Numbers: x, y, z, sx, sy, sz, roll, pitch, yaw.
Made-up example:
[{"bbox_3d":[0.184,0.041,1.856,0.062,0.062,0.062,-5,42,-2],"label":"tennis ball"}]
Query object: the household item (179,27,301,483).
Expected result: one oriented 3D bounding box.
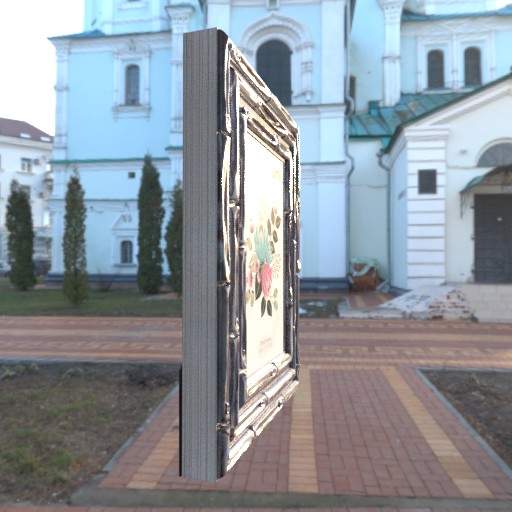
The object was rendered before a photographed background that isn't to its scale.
[{"bbox_3d":[0.000,0.000,0.290,0.025,0.216,0.165,0,-1,18],"label":"household item"}]
